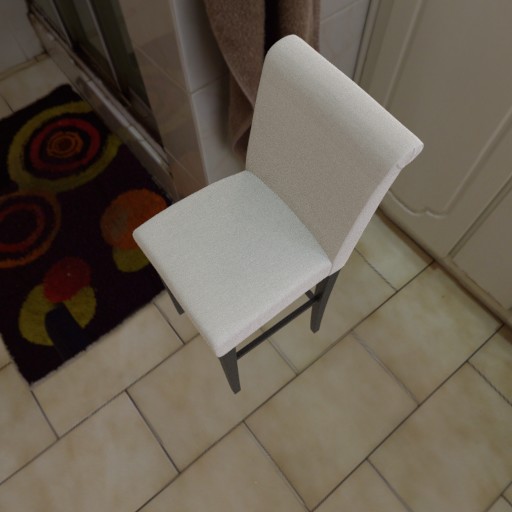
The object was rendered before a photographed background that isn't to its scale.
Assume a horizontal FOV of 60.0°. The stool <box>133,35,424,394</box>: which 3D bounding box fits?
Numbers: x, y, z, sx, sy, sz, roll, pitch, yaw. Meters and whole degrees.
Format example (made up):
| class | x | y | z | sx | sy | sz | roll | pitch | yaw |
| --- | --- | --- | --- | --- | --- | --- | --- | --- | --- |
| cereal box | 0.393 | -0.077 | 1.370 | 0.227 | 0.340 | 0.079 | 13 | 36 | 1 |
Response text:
| class | x | y | z | sx | sy | sz | roll | pitch | yaw |
| --- | --- | --- | --- | --- | --- | --- | --- | --- | --- |
| stool | 0.000 | 0.000 | 1.447 | 0.597 | 1.124 | 0.452 | -33 | 68 | -16 |
